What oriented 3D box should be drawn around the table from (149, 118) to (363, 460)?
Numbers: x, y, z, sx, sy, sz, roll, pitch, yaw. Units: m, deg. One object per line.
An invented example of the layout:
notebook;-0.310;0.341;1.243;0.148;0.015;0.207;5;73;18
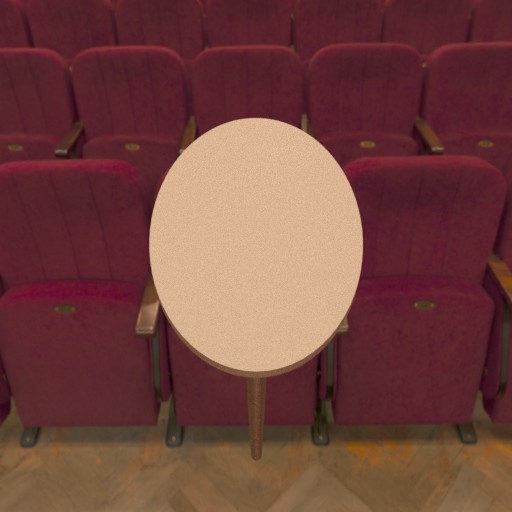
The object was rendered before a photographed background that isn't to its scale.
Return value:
table;0.000;0.000;1.323;0.542;0.390;1.083;0;41;0
